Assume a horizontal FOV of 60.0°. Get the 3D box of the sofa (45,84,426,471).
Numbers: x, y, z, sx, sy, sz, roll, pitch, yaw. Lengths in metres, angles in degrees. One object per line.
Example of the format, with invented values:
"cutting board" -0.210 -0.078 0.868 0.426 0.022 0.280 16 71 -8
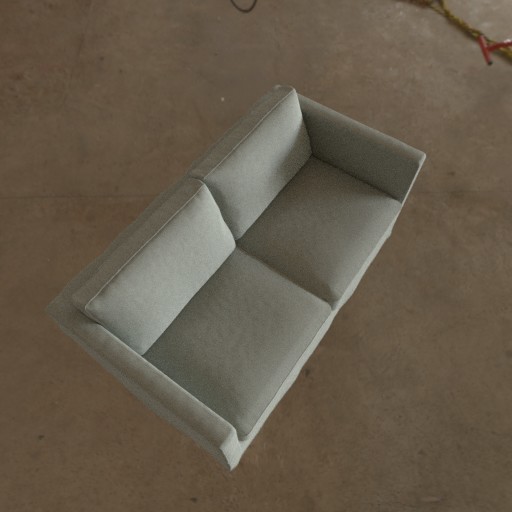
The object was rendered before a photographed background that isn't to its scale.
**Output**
"sofa" 0.000 0.000 2.257 0.944 0.830 1.727 32 65 17
